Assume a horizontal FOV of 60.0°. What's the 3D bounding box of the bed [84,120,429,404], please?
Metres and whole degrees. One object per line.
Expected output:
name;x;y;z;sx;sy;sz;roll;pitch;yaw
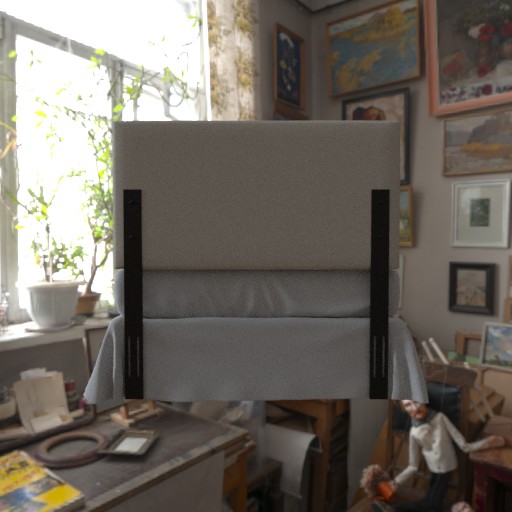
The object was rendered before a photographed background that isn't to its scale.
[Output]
bed;0.000;0.000;3.515;1.936;1.577;2.222;0;2;0
